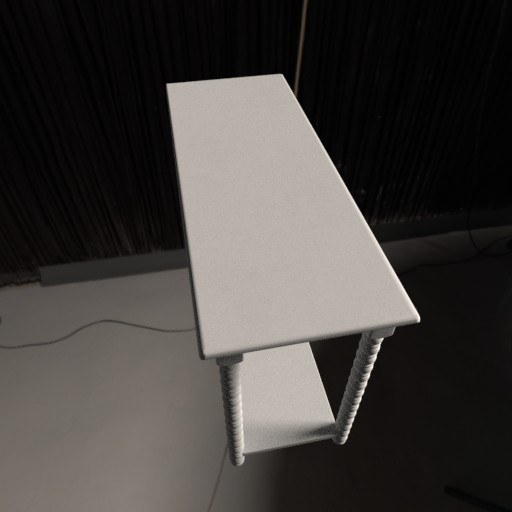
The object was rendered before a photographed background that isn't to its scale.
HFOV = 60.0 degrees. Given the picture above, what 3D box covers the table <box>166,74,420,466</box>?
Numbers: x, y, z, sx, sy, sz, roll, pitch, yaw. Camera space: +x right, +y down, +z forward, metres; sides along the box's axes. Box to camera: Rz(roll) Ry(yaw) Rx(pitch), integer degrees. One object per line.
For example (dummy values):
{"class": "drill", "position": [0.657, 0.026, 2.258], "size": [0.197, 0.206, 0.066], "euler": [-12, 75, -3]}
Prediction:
{"class": "table", "position": [0.000, 0.000, 1.539], "size": [0.459, 0.740, 1.184], "euler": [-8, 46, -8]}
